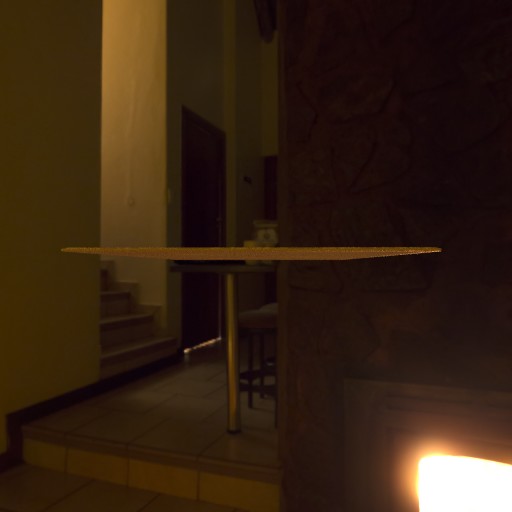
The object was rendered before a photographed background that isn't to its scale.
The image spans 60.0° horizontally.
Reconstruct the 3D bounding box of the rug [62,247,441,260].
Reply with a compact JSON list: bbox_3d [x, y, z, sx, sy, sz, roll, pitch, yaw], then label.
[{"bbox_3d":[0.000,0.000,2.313,1.206,0.012,1.824,0,-1,1],"label":"rug"}]
